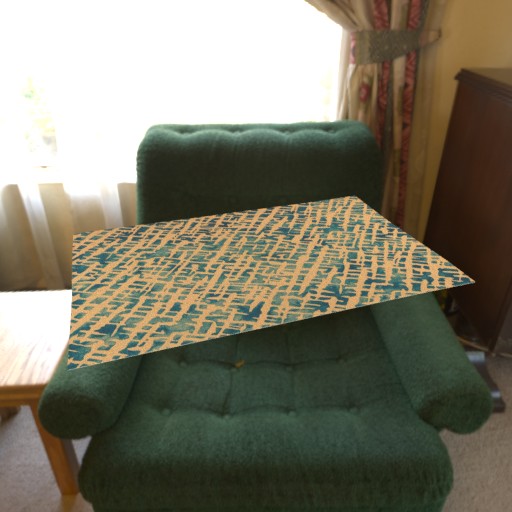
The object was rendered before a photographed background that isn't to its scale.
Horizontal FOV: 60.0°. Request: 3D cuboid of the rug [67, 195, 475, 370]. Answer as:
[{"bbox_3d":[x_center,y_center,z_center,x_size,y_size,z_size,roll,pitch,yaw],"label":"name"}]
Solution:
[{"bbox_3d":[0.000,0.000,3.113,2.447,0.011,1.520,-10,31,-16],"label":"rug"}]
